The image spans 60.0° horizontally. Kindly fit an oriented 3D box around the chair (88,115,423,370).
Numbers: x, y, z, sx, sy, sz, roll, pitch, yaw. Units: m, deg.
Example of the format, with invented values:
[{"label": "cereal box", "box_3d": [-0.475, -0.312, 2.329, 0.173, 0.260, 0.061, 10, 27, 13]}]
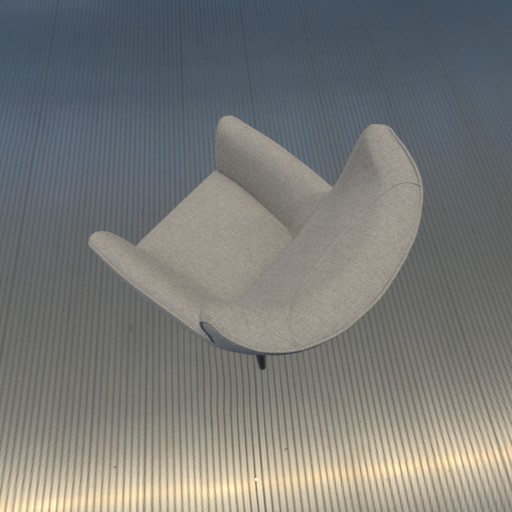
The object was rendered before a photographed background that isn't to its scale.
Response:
[{"label": "chair", "box_3d": [0.000, 0.000, 1.606, 0.888, 0.933, 0.781, 36, 69, 16]}]
